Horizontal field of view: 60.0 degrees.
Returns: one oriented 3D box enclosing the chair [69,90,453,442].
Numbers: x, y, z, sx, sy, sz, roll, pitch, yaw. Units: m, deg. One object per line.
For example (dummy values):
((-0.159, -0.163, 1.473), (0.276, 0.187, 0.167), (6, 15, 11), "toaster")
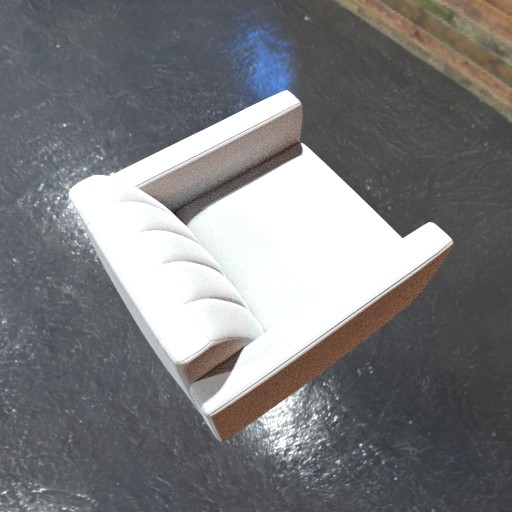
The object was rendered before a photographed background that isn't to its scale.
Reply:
((0.000, 0.000, 1.692), (0.998, 0.819, 0.953), (-32, 65, -17), "chair")
